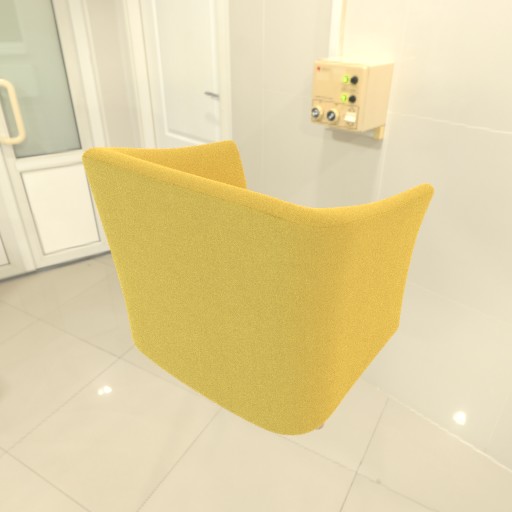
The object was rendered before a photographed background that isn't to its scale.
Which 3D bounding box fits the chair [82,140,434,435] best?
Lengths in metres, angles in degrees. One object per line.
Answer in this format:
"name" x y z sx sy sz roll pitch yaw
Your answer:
"chair" 0.000 0.000 1.357 0.790 0.720 0.700 21 36 31
